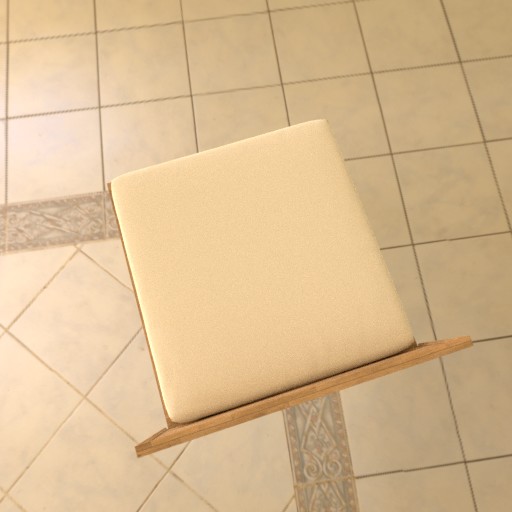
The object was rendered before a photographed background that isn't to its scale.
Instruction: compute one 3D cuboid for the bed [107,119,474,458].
[{"bbox_3d":[0.000,0.000,3.419,2.116,1.100,2.167,-17,76,-4],"label":"bed"}]
